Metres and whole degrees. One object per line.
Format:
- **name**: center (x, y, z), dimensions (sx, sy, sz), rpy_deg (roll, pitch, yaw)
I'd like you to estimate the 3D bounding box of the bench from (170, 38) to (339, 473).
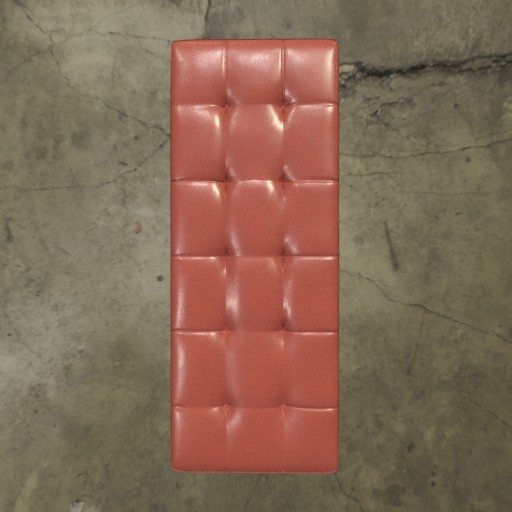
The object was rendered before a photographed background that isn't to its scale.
- **bench**: center (0.000, 0.000, 1.328), dimensions (0.432, 0.460, 1.105), rpy_deg (0, 90, 1)
